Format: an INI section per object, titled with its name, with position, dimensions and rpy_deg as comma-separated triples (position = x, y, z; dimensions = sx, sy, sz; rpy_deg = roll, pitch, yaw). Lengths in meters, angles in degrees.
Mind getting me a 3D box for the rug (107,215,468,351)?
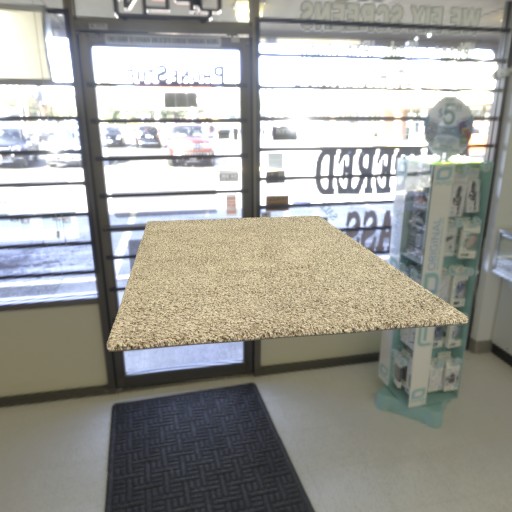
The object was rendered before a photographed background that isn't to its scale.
[rug]
position = 0.000, 0.000, 2.286
dimensions = 1.219, 0.030, 1.778
rpy_deg = -3, 17, -9
